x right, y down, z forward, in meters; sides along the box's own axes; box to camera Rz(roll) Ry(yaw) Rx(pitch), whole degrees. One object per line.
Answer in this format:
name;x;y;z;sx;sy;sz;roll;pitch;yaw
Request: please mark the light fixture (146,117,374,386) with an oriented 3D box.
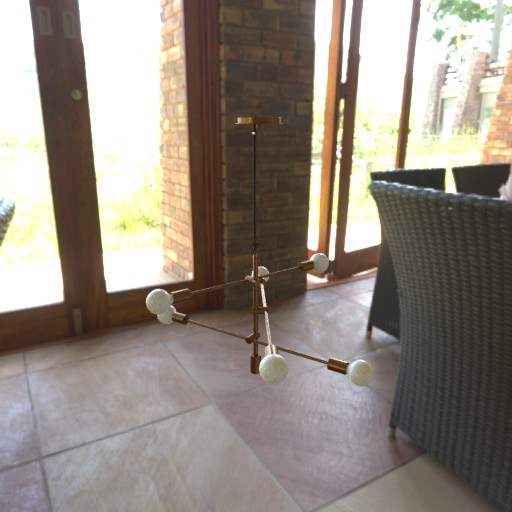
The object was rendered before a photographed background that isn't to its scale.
light fixture;0.000;0.000;1.252;0.637;0.744;0.682;-8;17;-26
